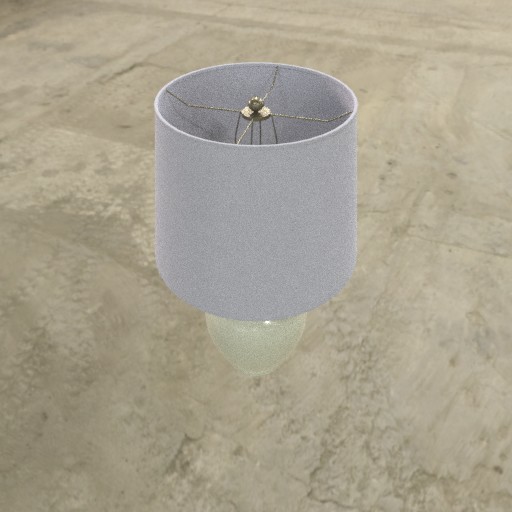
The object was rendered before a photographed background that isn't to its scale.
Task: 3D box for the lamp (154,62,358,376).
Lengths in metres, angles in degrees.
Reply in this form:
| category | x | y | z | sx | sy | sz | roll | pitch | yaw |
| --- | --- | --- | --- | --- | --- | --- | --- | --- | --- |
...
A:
| category | x | y | z | sx | sy | sz | roll | pitch | yaw |
| --- | --- | --- | --- | --- | --- | --- | --- | --- | --- |
| lamp | 0.000 | 0.000 | 0.547 | 0.239 | 0.399 | 0.239 | 0 | 42 | 0 |
